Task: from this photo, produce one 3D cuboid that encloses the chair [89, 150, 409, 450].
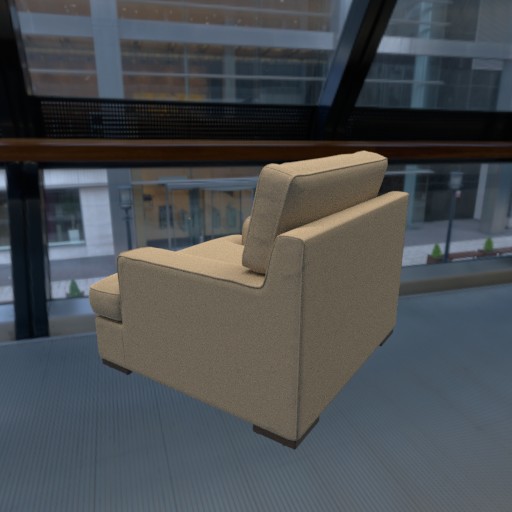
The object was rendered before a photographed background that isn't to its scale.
[{"bbox_3d":[0.000,0.000,2.208,1.274,1.005,1.293,8,18,25],"label":"chair"}]
